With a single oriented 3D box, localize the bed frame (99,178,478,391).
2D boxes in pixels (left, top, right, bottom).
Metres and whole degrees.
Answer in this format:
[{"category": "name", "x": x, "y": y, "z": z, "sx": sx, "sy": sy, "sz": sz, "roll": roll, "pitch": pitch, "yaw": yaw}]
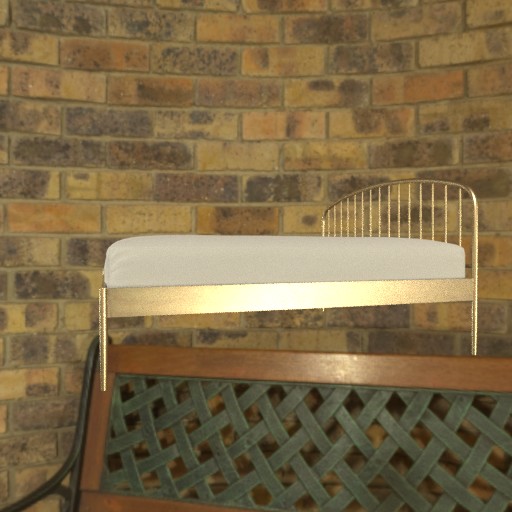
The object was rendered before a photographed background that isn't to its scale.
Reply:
[{"category": "bed frame", "x": 0.000, "y": 0.000, "z": 3.271, "sx": 2.152, "sy": 1.174, "sz": 2.016, "roll": 0, "pitch": 1, "yaw": -19}]
